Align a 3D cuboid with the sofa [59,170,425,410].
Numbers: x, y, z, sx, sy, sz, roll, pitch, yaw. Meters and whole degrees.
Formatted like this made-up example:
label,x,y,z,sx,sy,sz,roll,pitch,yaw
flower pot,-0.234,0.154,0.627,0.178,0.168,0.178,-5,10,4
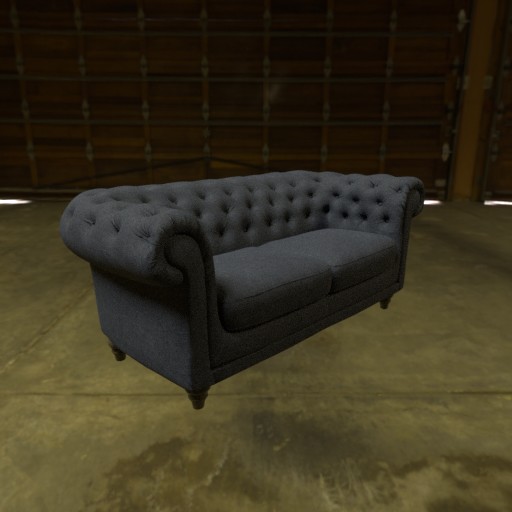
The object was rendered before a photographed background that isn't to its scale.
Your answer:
label,x,y,z,sx,sy,sz,roll,pitch,yaw
sofa,0.000,0.000,2.484,1.082,0.833,1.988,15,21,43
